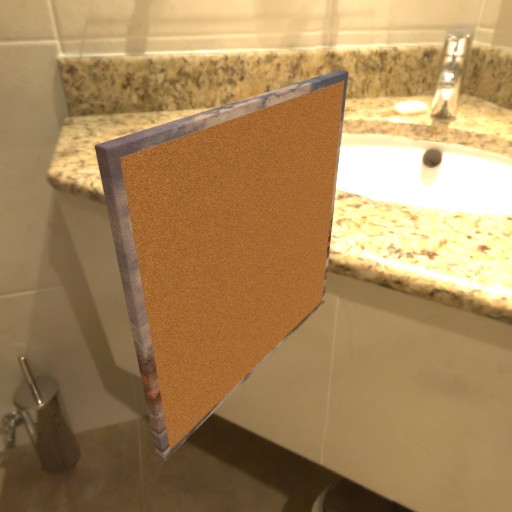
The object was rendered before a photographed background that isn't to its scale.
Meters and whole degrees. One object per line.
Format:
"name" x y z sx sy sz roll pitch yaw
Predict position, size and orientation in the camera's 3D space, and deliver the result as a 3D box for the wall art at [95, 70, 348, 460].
"wall art" 0.000 0.000 1.301 0.035 0.897 0.888 22 39 31
